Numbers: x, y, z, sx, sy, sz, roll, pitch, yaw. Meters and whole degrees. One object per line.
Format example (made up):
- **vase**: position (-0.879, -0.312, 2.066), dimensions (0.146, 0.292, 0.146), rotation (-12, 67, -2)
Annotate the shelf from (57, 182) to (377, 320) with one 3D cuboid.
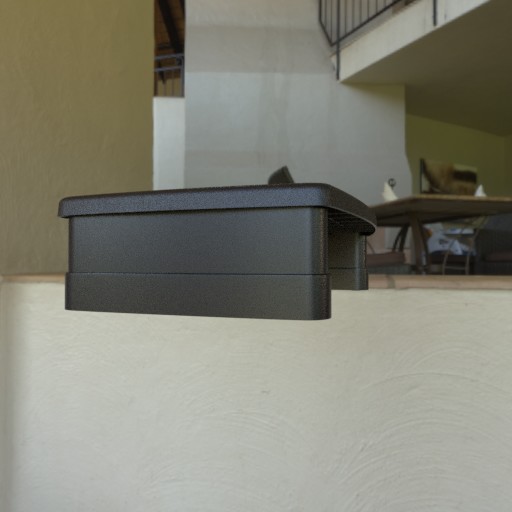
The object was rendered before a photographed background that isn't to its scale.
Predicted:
- **shelf**: position (0.000, 0.000, 0.534), dimensions (0.280, 0.100, 0.410), rotation (0, -1, 19)
